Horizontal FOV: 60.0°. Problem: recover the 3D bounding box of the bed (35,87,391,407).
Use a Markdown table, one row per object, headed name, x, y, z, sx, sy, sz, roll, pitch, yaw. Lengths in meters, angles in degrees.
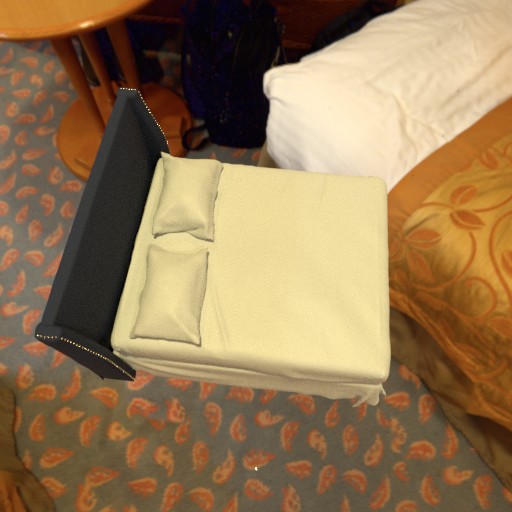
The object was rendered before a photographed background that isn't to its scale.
| name | x | y | z | sx | sy | sz | roll | pitch | yaw |
| --- | --- | --- | --- | --- | --- | --- | --- | --- | --- |
| bed | 0.000 | 0.000 | 3.373 | 2.276 | 1.332 | 1.925 | 6 | 64 | 3 |
